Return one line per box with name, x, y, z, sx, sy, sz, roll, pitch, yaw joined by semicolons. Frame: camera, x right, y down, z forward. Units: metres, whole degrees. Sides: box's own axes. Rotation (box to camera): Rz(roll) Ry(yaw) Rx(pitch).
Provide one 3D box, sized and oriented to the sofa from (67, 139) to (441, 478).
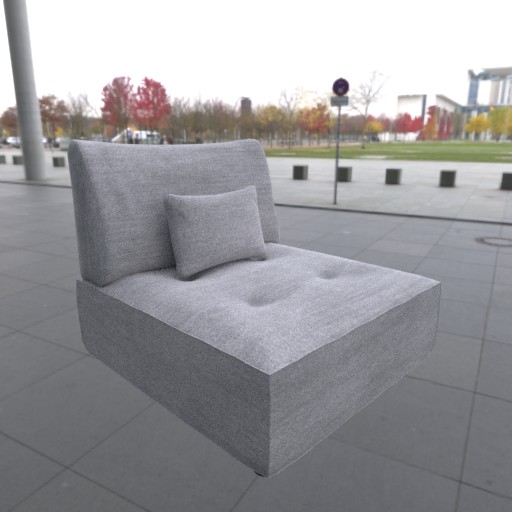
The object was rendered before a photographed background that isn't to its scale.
sofa;0.000;0.000;1.615;1.000;0.820;0.930;14;21;43
